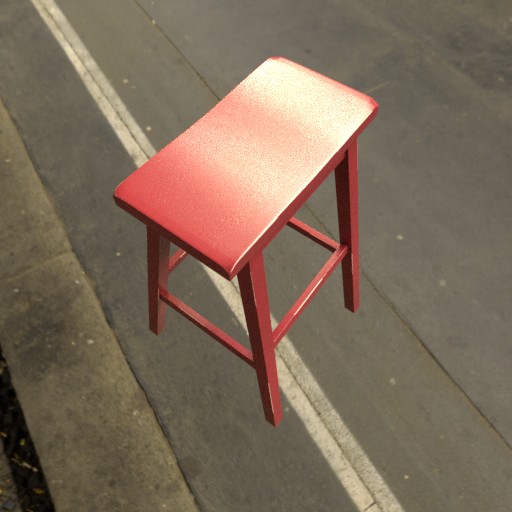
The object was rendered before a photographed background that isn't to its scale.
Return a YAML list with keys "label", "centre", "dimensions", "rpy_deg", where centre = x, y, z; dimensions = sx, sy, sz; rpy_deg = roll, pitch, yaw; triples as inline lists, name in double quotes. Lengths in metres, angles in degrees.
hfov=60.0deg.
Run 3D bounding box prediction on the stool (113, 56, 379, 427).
- label: "stool"
  centre: [0.000, 0.000, 1.068]
  dimensions: [0.476, 0.737, 0.457]
  rpy_deg: [33, 64, 18]
